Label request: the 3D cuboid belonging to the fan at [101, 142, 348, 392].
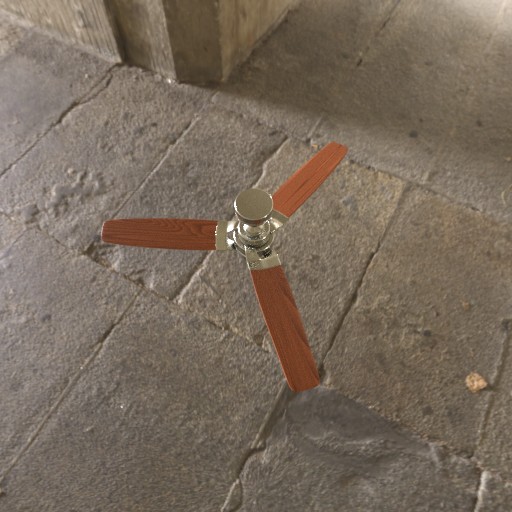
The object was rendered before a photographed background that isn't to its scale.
[{"bbox_3d":[0.000,0.000,2.090,1.416,0.410,1.271,-15,63,-8],"label":"fan"}]
